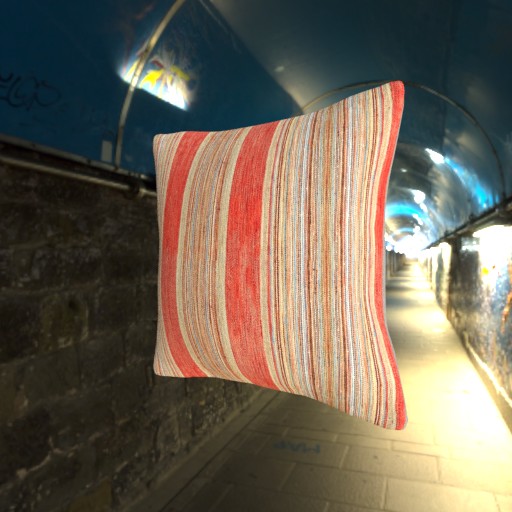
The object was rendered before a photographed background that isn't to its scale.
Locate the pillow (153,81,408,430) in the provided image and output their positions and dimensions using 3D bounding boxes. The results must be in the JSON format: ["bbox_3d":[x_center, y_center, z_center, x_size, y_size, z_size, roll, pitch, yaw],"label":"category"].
[{"bbox_3d":[0.000,0.000,0.648,0.437,0.419,0.136,0,1,35],"label":"pillow"}]
